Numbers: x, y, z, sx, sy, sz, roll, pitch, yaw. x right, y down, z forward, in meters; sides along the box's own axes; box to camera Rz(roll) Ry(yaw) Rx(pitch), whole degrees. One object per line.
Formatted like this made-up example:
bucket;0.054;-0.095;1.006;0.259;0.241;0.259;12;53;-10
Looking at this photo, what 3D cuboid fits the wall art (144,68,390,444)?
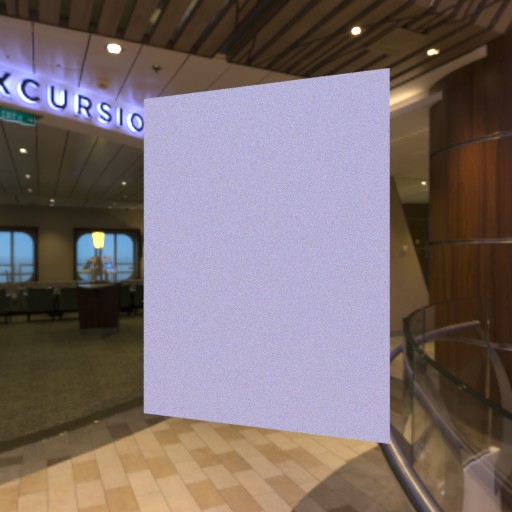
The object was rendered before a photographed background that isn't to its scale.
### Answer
wall art;0.000;0.000;0.792;0.457;0.610;0.003;0;0;18
